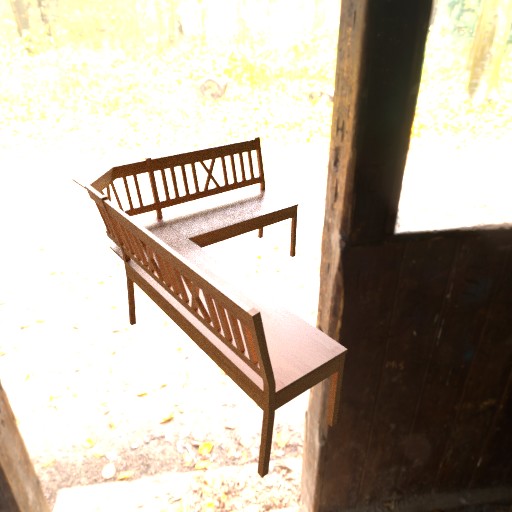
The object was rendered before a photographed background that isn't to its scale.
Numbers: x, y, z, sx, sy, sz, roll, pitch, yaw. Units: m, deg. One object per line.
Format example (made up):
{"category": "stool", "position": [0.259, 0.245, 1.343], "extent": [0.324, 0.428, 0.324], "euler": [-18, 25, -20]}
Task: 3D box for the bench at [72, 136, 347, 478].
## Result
{"category": "bench", "position": [0.000, 0.000, 2.786], "extent": [1.537, 0.902, 1.937], "euler": [-20, 35, -33]}
